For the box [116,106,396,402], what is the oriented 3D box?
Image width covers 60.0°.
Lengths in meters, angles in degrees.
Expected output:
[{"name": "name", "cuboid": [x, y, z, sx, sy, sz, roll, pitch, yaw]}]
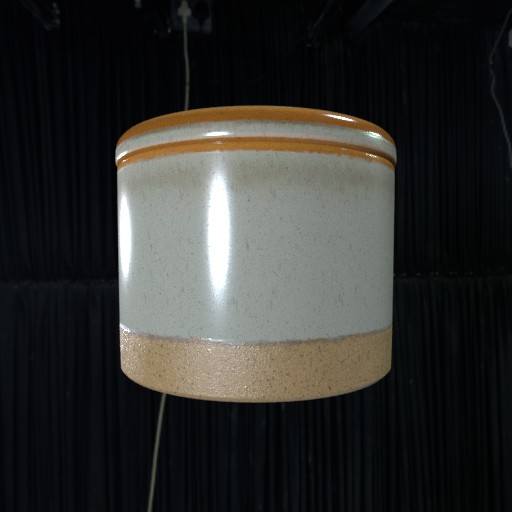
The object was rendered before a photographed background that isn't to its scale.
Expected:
[{"name": "box", "cuboid": [0.000, 0.000, 0.204, 0.123, 0.100, 0.123, 0, 0, 0]}]
